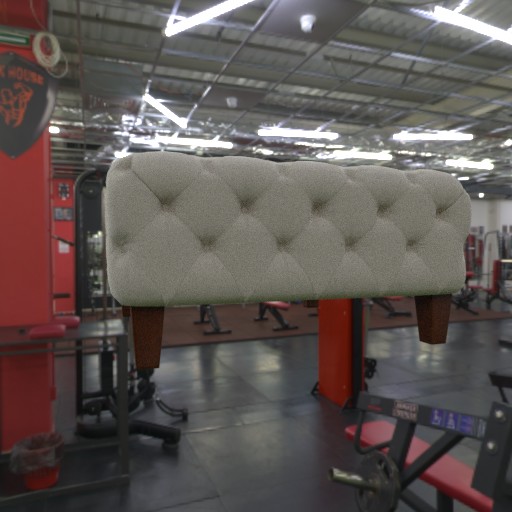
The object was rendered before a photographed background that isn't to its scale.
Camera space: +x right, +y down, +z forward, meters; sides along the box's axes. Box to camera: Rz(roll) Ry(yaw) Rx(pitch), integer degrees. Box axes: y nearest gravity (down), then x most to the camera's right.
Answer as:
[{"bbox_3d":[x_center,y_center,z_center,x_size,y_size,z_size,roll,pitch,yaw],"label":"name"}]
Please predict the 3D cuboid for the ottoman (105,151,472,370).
[{"bbox_3d":[0.000,0.000,1.169,0.753,0.376,0.755,0,1,-19],"label":"ottoman"}]
